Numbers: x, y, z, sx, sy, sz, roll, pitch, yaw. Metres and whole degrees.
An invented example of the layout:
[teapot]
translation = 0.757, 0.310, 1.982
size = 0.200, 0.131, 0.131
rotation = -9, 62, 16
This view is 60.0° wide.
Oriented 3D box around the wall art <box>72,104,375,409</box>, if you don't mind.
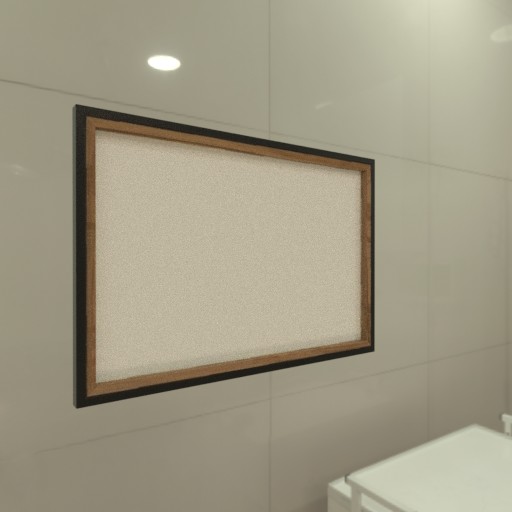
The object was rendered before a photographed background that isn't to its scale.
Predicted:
[wall art]
translation = 0.000, 0.000, 0.846
size = 0.659, 0.446, 0.022
rotation = 0, 0, -35
